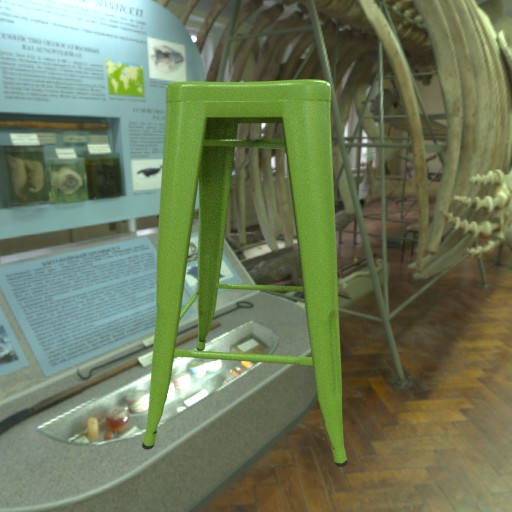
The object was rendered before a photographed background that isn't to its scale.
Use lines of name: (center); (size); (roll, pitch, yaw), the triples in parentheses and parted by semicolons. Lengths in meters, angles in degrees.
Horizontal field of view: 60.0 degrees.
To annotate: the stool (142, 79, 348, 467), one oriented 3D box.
stool: (0.000, 0.000, 0.863); (0.358, 0.609, 0.398); (2, 15, 7)
